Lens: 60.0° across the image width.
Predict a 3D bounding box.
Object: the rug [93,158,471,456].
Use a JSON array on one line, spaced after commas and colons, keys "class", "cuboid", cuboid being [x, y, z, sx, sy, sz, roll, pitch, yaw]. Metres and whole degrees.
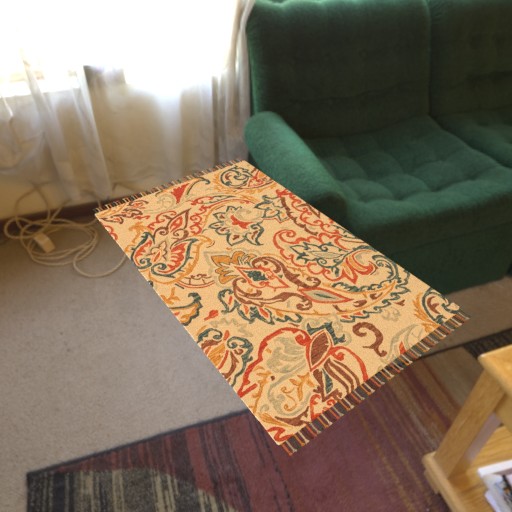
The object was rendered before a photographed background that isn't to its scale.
[{"class": "rug", "cuboid": [0.000, 0.000, 3.270, 1.523, 0.010, 2.584, -26, 47, -27]}]
